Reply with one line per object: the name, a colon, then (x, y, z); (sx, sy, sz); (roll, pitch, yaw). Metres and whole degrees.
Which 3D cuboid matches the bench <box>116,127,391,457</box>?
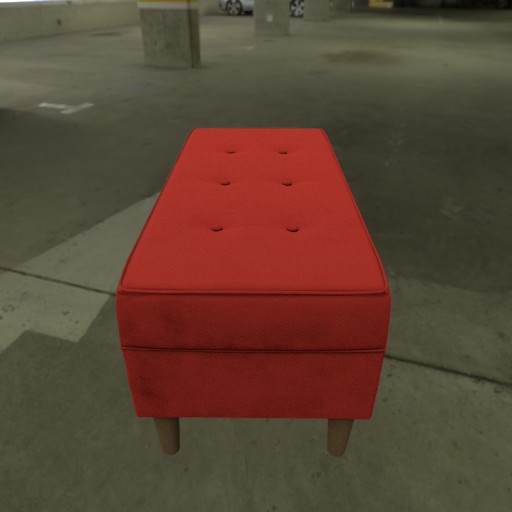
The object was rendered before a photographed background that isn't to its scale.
bench: (0.000, 0.000, 1.278); (0.492, 0.471, 1.016); (0, 31, 1)
